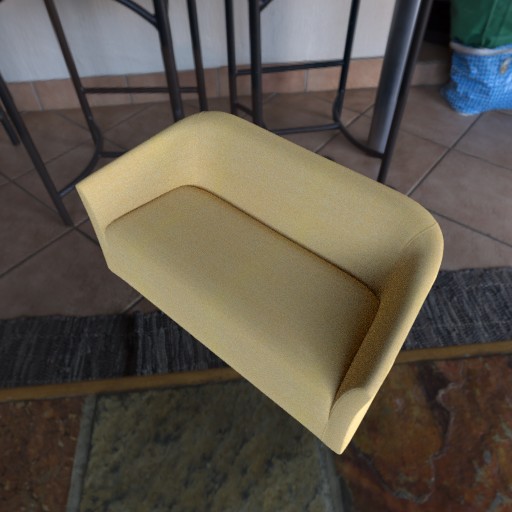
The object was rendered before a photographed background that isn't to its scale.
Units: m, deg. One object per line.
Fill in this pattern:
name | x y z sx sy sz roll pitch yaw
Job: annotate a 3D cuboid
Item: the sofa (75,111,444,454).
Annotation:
sofa | 0.000 0.000 1.897 1.452 0.721 0.705 33 55 26
